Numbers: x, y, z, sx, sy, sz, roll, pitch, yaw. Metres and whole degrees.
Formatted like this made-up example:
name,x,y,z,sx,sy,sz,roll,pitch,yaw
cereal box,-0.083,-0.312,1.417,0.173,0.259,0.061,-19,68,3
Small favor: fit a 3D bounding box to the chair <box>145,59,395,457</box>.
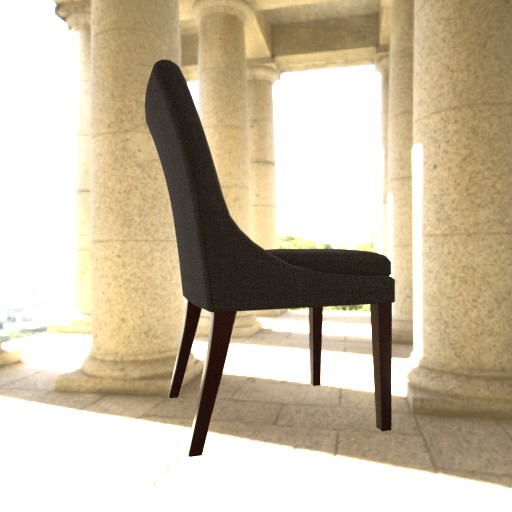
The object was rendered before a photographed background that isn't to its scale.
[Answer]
name,x,y,z,sx,sy,sz,roll,pitch,yaw
chair,0.000,0.000,1.348,0.655,0.952,0.508,0,0,-17
